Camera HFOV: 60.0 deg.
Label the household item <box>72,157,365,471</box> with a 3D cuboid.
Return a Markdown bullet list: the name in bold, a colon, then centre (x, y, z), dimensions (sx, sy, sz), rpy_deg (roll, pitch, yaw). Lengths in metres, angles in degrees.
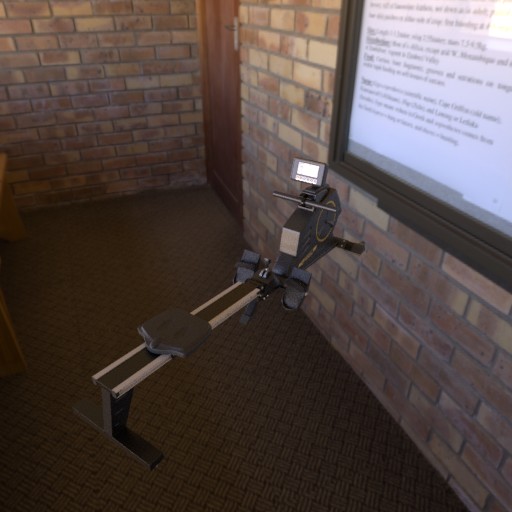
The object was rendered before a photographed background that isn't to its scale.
- **household item**: centre (0.000, 0.000, 2.544), dimensions (0.521, 0.810, 2.251), rpy_deg (20, 36, 29)
